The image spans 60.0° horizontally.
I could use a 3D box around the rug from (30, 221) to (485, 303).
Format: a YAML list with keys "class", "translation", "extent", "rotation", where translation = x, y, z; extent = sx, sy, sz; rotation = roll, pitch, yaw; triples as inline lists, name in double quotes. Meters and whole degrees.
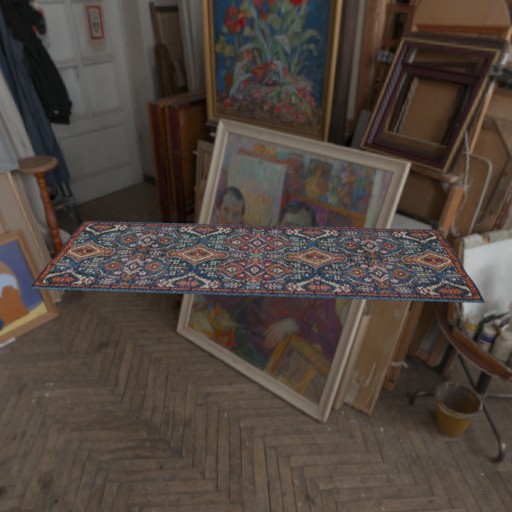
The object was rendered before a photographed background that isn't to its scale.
- class: "rug"
  translation: [0.000, 0.000, 2.711]
  extent: [2.459, 0.010, 0.801]
  rotation: [2, 32, 2]
